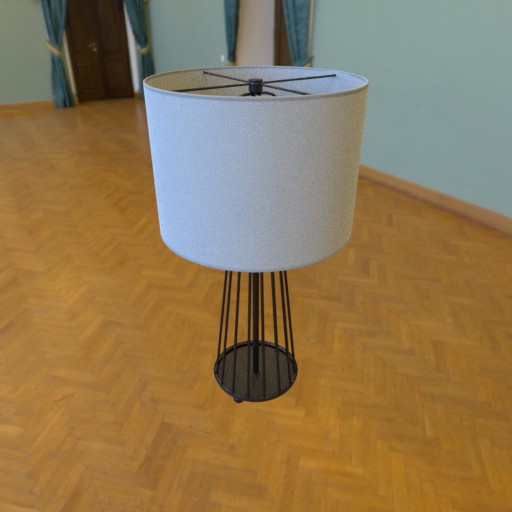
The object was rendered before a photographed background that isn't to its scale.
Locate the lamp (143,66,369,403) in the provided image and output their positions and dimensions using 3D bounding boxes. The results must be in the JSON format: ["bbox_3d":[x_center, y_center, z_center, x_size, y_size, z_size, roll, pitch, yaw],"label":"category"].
[{"bbox_3d":[0.000,0.000,0.789,0.322,0.593,0.322,-18,34,-30],"label":"lamp"}]
